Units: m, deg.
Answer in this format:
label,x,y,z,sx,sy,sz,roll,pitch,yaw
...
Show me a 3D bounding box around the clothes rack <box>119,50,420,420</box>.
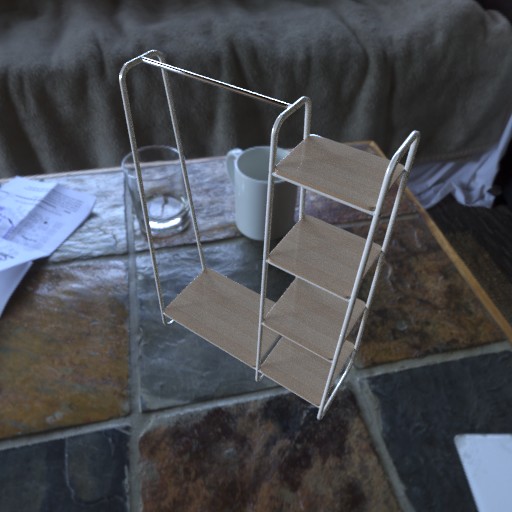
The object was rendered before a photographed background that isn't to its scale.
label,x,y,z,sx,sy,sz,roll,pitch,yaw
clothes rack,0.000,0.000,1.940,1.011,1.500,0.400,26,52,22
